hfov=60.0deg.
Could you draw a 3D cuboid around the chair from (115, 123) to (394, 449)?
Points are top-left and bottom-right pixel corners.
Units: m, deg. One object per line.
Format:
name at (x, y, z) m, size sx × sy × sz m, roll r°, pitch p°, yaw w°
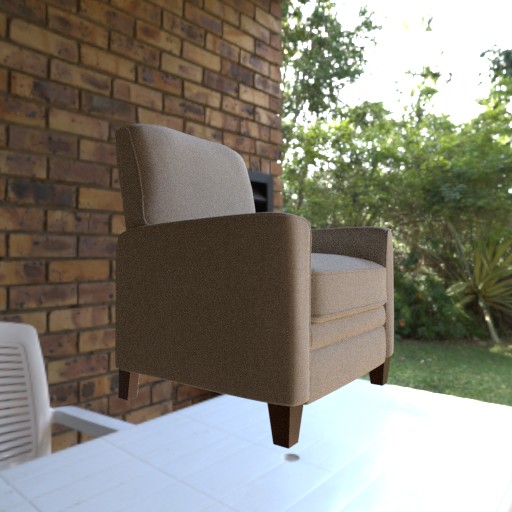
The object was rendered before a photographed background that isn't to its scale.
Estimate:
chair at (0.000, 0.000, 1.698) m, size 0.859 × 1.023 × 0.845 m, roll 0°, pitch 0°, yaw 36°
